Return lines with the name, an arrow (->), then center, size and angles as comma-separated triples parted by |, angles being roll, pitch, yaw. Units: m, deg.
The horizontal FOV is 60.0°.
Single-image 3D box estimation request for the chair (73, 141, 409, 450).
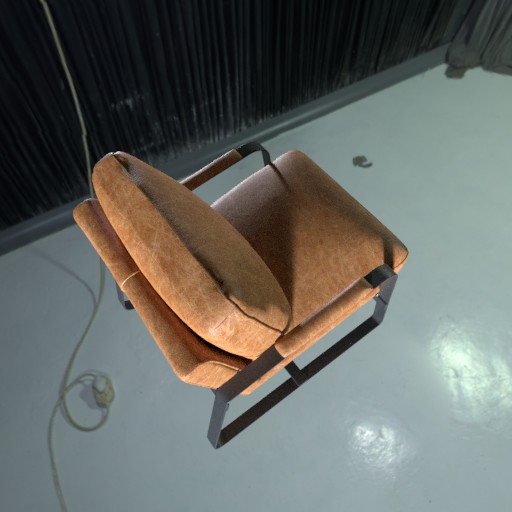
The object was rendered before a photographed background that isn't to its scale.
chair -> 0.000, 0.000, 1.361 | 0.801, 0.777, 0.651 | -32, 63, -19
